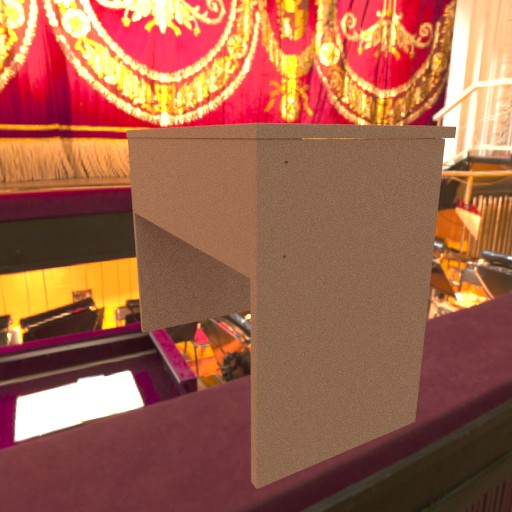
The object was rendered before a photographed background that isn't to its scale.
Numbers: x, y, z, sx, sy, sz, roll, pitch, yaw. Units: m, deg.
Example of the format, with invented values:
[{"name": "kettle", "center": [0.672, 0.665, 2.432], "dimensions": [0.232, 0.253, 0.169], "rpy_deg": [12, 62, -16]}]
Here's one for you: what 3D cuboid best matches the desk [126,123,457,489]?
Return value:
[{"name": "desk", "center": [0.000, 0.000, 1.320], "dimensions": [0.498, 0.729, 0.900], "rpy_deg": [-8, 17, -28]}]
